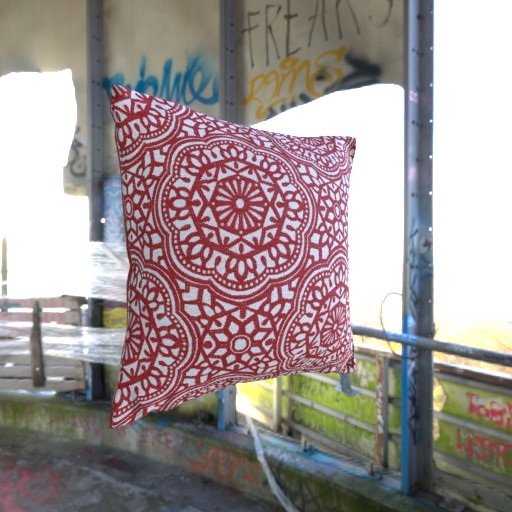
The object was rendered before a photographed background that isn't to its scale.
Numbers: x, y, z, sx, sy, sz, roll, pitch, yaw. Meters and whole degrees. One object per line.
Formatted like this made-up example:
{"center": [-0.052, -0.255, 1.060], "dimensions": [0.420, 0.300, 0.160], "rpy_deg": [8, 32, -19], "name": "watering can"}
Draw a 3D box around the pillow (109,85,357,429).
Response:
{"center": [0.000, 0.000, 0.664], "dimensions": [0.438, 0.419, 0.162], "rpy_deg": [-1, 1, -36], "name": "pillow"}
